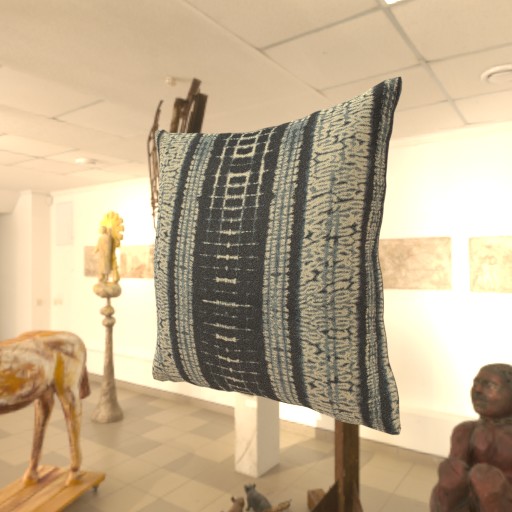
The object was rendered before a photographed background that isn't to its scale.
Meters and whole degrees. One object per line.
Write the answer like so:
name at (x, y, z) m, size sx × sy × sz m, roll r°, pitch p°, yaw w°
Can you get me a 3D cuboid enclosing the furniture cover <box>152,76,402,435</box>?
furniture cover at (0.000, 0.000, 0.653) m, size 0.425 × 0.435 × 0.133 m, roll 0°, pitch 0°, yaw 34°
